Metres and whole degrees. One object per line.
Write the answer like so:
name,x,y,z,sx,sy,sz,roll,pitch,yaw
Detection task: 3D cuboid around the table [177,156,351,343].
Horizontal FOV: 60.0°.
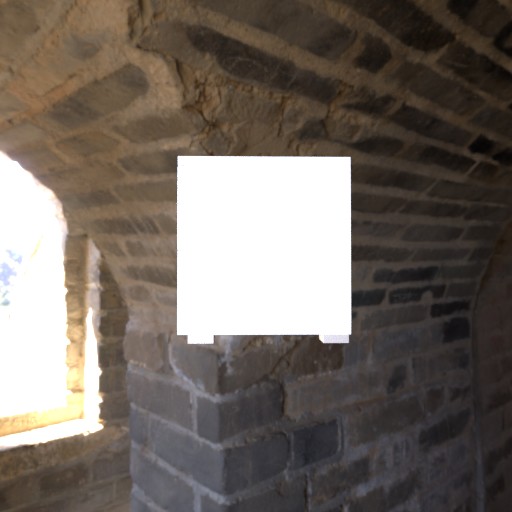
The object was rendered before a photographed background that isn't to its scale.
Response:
table,0.000,0.000,1.819,0.390,0.420,1.650,0,-1,-1
